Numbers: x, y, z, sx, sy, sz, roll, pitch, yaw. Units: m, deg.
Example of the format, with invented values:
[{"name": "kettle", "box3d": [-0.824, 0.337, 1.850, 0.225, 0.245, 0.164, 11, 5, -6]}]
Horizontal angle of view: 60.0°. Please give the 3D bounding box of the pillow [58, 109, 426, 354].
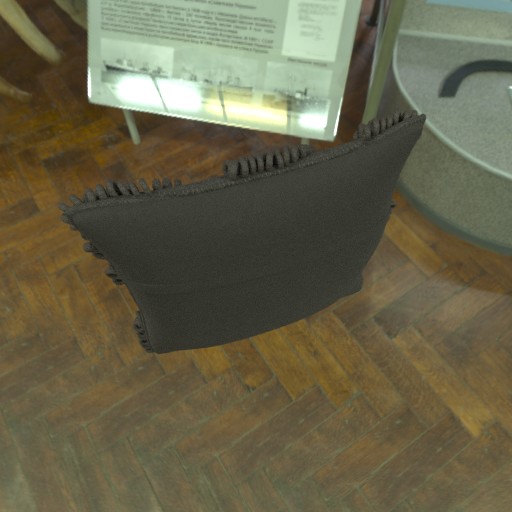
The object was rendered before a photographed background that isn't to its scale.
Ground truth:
[{"name": "pillow", "box3d": [0.000, 0.000, 0.719, 0.470, 0.467, 0.172, -16, 60, -10]}]
